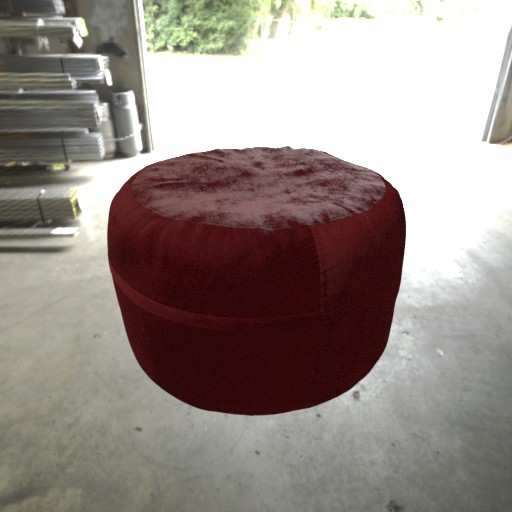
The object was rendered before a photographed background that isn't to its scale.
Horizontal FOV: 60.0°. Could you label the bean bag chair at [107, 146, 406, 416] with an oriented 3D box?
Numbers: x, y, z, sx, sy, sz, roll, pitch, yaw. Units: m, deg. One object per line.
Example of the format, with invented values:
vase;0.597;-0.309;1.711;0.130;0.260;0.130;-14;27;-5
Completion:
bean bag chair;0.000;0.000;1.945;1.219;0.762;1.219;0;29;0
